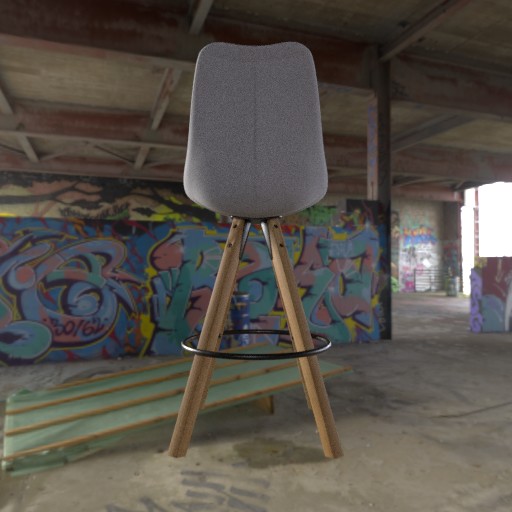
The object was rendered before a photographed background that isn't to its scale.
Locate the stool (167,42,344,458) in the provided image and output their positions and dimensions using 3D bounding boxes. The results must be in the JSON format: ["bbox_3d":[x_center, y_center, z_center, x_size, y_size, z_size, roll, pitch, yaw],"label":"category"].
[{"bbox_3d":[0.000,0.000,1.419,0.484,1.115,0.550,0,-1,0],"label":"stool"}]
